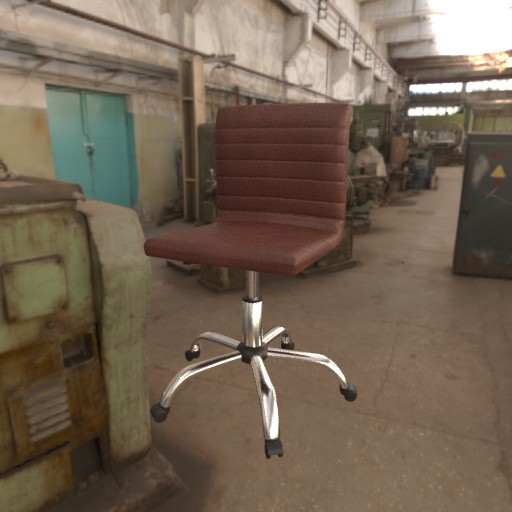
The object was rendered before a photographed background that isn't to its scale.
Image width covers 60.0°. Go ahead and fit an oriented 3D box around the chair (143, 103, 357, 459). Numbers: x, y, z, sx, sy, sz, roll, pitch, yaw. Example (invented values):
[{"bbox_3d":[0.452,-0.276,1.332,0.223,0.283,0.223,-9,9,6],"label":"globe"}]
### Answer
[{"bbox_3d":[0.000,0.000,1.170,0.556,0.780,0.530,7,17,25],"label":"chair"}]
